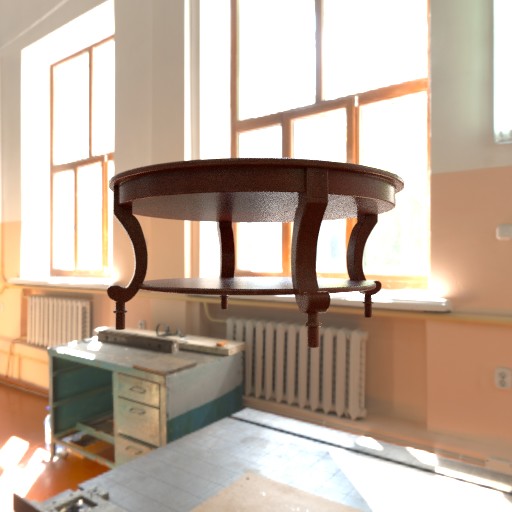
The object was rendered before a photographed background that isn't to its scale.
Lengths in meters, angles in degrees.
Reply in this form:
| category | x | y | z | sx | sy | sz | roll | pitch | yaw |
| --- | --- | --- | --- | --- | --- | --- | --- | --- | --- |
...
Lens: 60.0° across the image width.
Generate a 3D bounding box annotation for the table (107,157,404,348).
| category | x | y | z | sx | sy | sz | roll | pitch | yaw |
| --- | --- | --- | --- | --- | --- | --- | --- | --- | --- |
| table | 0.000 | 0.000 | 1.615 | 1.029 | 0.486 | 1.029 | 0 | 0 | 0 |
